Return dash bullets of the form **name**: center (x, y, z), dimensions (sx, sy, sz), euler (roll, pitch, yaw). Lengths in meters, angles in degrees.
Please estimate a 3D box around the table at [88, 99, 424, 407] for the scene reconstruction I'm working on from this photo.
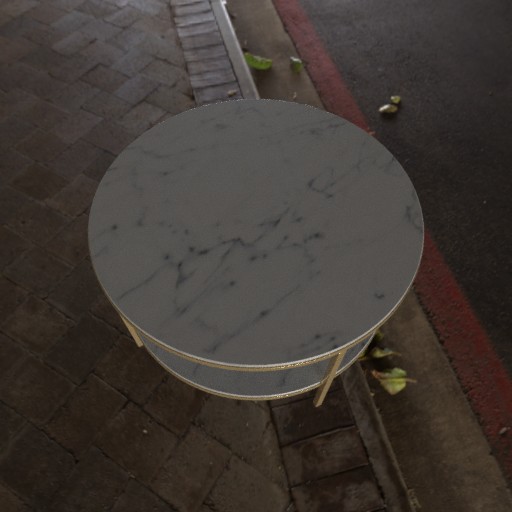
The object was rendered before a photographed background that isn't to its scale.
- **table**: center (0.000, 0.000, 1.258), dimensions (0.800, 0.450, 0.800), euler (0, 57, 0)
